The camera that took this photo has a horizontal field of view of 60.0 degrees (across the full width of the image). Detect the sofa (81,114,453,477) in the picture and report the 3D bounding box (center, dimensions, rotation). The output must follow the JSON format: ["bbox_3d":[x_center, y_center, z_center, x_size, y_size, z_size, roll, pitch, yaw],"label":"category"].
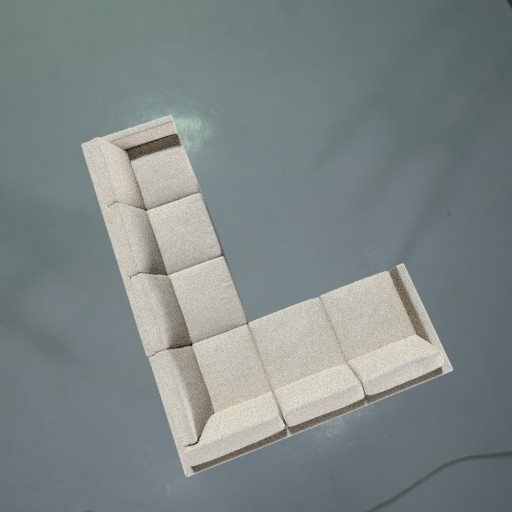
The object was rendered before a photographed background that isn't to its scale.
[{"bbox_3d":[0.000,0.000,4.262,2.432,0.863,3.182,-20,77,-5],"label":"sofa"}]
